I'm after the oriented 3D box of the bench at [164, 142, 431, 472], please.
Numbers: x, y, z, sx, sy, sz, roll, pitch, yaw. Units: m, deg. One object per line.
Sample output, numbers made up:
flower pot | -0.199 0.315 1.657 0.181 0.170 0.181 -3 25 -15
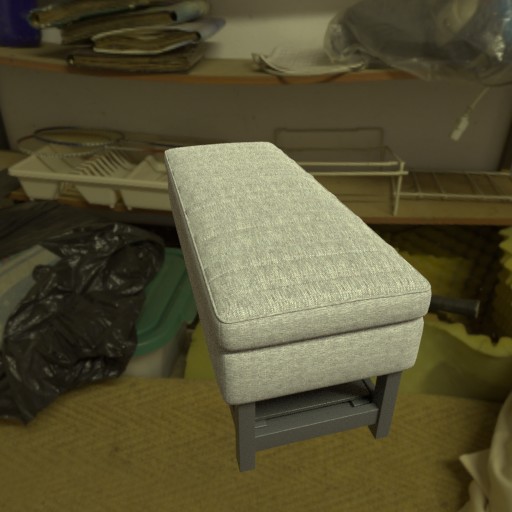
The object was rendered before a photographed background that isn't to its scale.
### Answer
bench | 0.000 0.000 1.329 0.429 0.470 1.100 -7 30 -13
